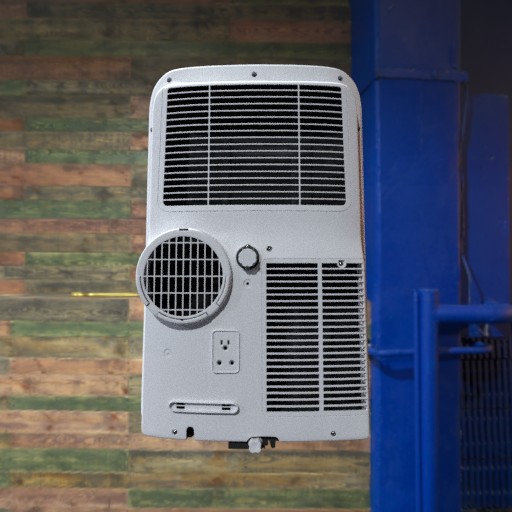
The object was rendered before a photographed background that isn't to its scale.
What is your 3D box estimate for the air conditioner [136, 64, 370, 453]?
[{"bbox_3d":[0.000,0.000,1.048,0.478,0.765,0.467,0,-1,1],"label":"air conditioner"}]
